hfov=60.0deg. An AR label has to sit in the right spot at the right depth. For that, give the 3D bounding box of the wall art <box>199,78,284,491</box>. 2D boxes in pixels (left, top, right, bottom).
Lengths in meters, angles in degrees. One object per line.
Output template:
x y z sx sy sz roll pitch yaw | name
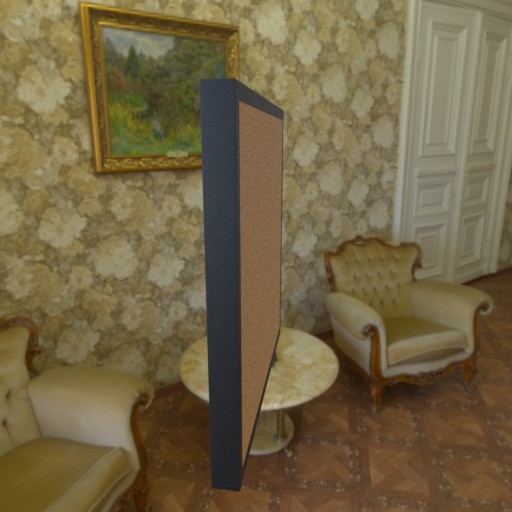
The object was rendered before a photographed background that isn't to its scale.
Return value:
0.000 0.000 0.764 0.038 0.508 0.508 2 15 9 | wall art
